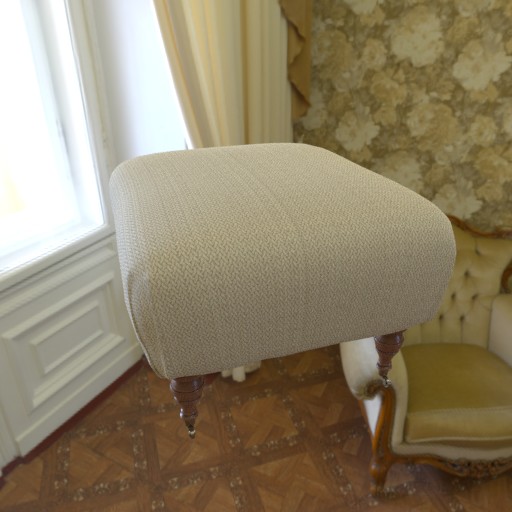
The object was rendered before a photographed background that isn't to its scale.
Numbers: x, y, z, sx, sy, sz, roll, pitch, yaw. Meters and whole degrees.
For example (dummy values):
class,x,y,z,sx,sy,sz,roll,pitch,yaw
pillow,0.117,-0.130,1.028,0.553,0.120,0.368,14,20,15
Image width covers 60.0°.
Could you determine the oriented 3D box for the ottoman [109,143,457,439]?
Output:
class,x,y,z,sx,sy,sz,roll,pitch,yaw
ottoman,0.000,0.000,1.060,0.622,0.447,0.684,-9,27,-17
